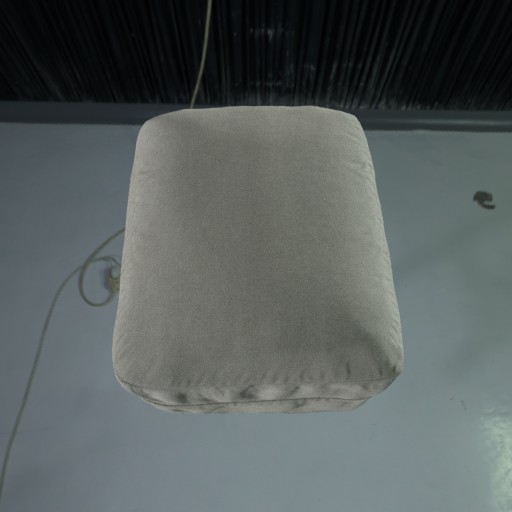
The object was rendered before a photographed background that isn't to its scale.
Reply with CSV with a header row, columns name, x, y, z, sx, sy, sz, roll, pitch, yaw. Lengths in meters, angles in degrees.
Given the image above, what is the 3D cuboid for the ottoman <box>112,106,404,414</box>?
name,x,y,z,sx,sy,sz,roll,pitch,yaw
ottoman,0.000,0.000,1.100,0.584,0.480,0.712,-2,64,-1
